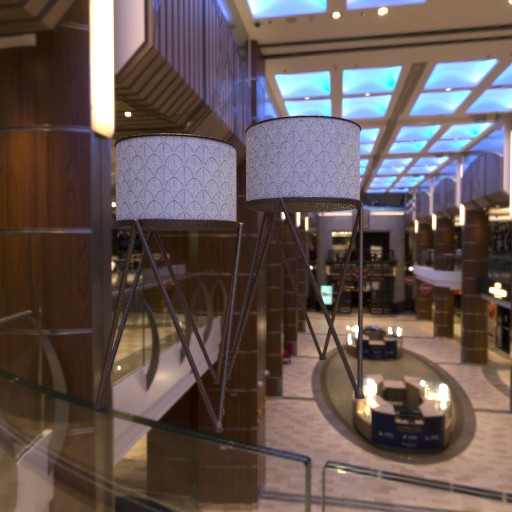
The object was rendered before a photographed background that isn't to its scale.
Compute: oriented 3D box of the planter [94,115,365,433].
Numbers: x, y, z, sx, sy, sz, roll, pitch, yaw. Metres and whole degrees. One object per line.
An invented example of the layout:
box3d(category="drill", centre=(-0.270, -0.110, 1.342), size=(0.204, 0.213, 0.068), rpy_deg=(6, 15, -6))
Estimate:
box3d(category="planter", centre=(0.000, 0.000, 1.163), size=(0.769, 0.712, 0.413), rpy_deg=(-1, 2, -36))
